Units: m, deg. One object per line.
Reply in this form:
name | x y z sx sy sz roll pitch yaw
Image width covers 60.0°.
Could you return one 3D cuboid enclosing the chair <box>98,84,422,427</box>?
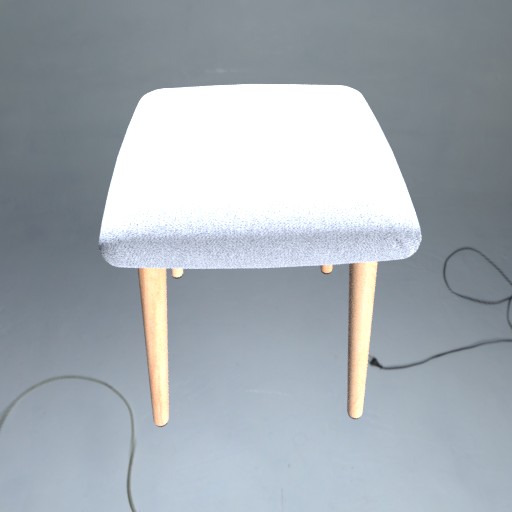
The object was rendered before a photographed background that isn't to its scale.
chair | 0.000 0.000 0.688 0.350 0.440 0.350 -2 46 -2
